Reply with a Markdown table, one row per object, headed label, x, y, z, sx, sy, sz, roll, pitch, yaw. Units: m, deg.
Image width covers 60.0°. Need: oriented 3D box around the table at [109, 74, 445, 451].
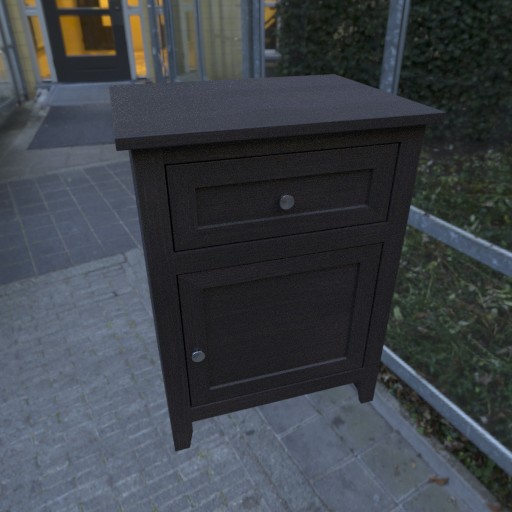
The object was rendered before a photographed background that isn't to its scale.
| label | x | y | z | sx | sy | sz | roll | pitch | yaw |
| --- | --- | --- | --- | --- | --- | --- | --- | --- | --- |
| table | 0.000 | 0.000 | 0.924 | 0.480 | 0.635 | 0.381 | -9 | 32 | -14 |
